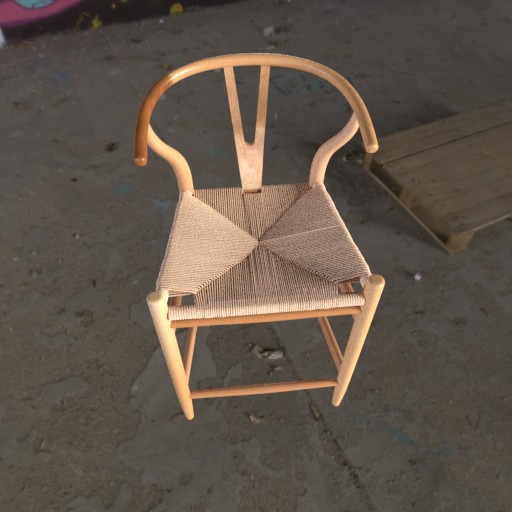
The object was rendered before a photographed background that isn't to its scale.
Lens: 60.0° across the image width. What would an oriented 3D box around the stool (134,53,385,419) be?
[{"bbox_3d":[0.000,0.000,1.284,0.536,0.923,0.575,-4,49,-4],"label":"stool"}]
